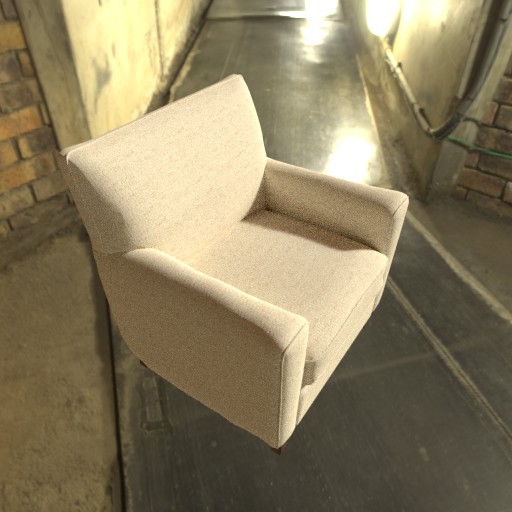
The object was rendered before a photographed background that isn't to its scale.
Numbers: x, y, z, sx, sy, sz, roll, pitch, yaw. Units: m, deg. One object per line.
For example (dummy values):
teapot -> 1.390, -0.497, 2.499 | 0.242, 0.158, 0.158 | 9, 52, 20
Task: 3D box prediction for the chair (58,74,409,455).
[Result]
chair -> 0.000, 0.000, 1.601 | 0.823, 0.943, 0.870 | 24, 46, 26
